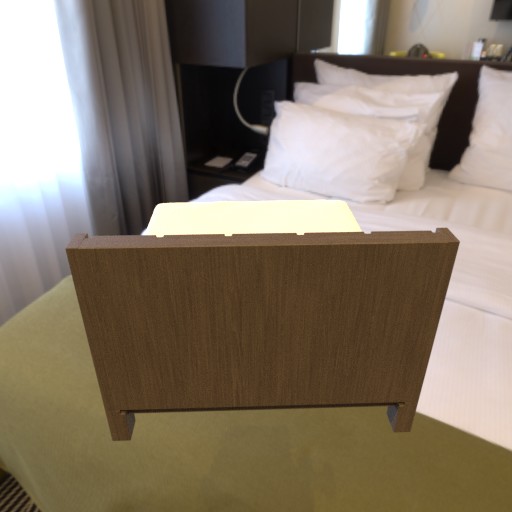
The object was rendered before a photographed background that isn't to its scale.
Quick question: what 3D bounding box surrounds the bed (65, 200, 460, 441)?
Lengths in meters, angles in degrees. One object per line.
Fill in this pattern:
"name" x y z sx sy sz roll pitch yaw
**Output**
"bed" 0.000 0.000 3.108 1.735 1.261 1.992 -1 30 -2
